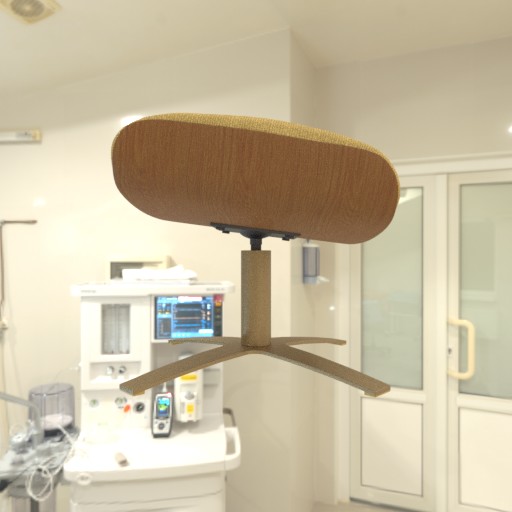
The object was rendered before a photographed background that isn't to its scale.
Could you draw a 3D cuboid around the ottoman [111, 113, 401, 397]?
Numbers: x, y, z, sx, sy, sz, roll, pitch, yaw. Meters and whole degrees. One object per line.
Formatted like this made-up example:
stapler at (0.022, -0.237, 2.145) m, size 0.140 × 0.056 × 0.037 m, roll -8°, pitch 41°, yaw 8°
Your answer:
ottoman at (0.000, 0.000, 0.811) m, size 0.394 × 0.391 × 0.520 m, roll 0°, pitch 0°, yaw 1°
